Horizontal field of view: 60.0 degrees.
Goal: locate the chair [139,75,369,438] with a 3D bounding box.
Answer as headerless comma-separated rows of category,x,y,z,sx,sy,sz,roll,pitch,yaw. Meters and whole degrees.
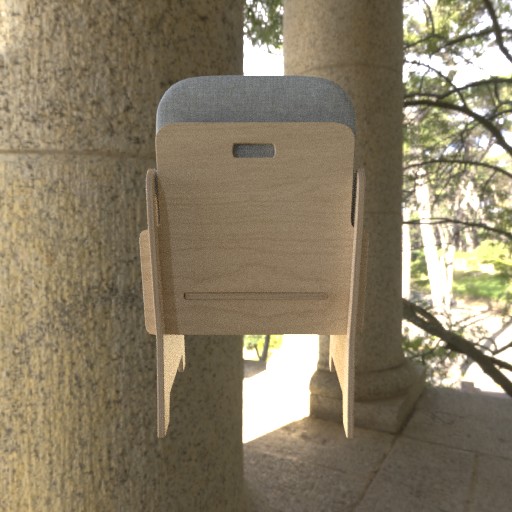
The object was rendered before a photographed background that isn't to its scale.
chair,0.000,0.000,1.285,0.590,0.800,0.710,0,2,0
